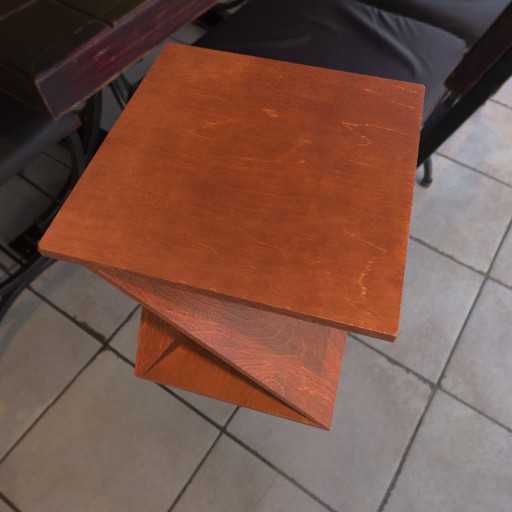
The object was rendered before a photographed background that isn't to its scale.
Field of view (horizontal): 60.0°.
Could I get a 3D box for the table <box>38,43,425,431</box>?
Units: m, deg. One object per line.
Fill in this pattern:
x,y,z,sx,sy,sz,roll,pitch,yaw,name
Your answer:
0.000,0.000,0.828,0.427,0.520,0.427,13,59,8,table
